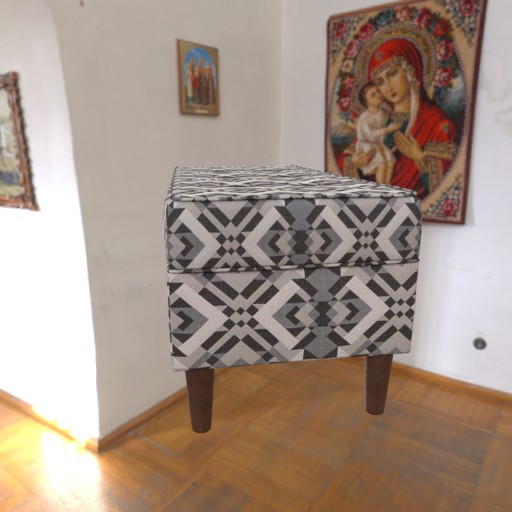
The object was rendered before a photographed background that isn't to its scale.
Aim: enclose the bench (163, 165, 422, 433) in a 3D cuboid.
[{"bbox_3d":[0.000,0.000,1.314,0.492,0.477,1.016,-2,15,-9],"label":"bench"}]
